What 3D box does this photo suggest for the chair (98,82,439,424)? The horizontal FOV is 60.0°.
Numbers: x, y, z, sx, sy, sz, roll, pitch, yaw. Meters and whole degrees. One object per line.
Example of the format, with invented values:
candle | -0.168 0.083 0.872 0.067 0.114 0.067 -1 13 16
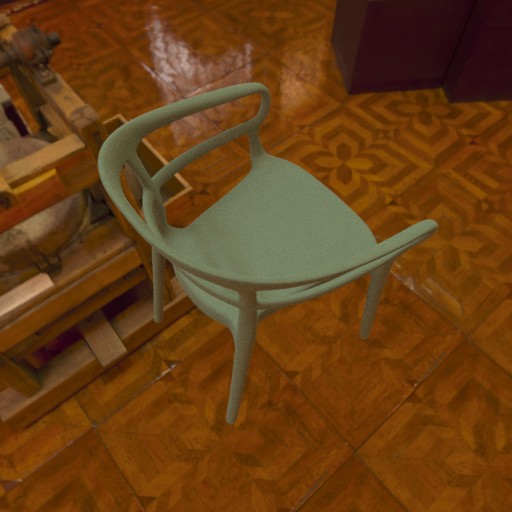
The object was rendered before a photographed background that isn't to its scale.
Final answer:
chair | 0.000 0.000 1.087 0.527 0.761 0.559 -33 63 -20
